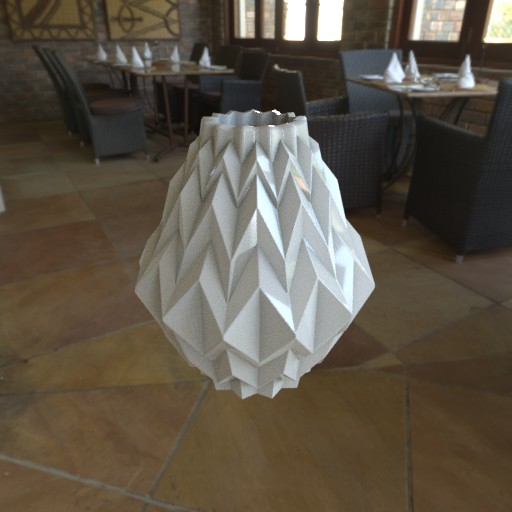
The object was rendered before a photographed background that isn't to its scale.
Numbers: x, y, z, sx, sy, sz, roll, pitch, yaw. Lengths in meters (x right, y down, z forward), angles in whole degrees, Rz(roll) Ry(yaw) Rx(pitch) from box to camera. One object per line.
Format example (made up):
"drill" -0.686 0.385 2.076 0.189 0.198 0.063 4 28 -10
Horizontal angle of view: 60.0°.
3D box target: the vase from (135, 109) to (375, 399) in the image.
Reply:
"vase" 0.000 0.000 0.306 0.164 0.185 0.164 0 27 0
